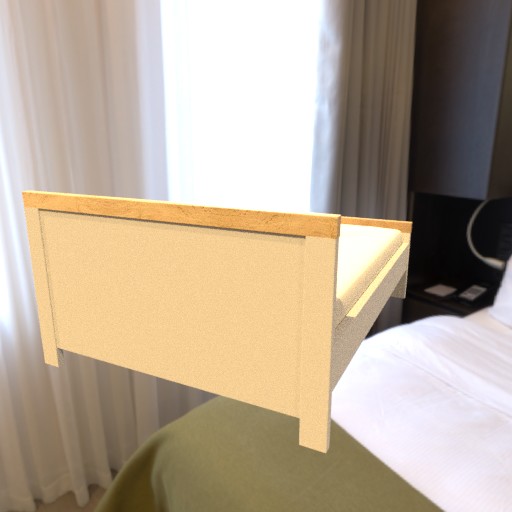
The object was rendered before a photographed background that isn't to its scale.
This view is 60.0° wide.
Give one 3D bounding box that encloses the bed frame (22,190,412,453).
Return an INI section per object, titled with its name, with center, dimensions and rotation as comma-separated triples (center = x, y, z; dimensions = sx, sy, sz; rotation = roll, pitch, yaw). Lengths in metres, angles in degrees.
[bed frame]
center = 0.000, 0.000, 2.927
dimensions = 1.670, 0.980, 2.050
rotation = 7, 17, 26
